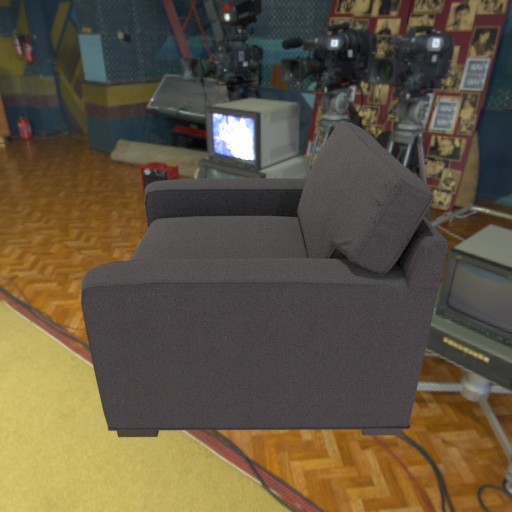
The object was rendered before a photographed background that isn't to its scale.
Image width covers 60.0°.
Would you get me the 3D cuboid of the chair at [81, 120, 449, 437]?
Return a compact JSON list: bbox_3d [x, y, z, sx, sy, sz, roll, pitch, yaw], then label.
[{"bbox_3d":[0.000,0.000,1.755,1.043,0.913,0.997,0,27,0],"label":"chair"}]
